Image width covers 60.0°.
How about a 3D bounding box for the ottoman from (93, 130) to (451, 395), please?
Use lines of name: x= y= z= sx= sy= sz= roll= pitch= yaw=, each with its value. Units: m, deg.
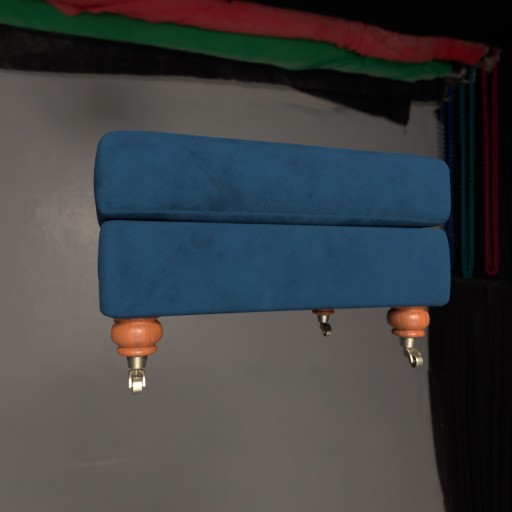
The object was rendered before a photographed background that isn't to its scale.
ottoman: x=0.000 y=0.000 z=1.131 sx=0.773 sy=0.503 sz=0.572 roll=0 pitch=0 yaw=-19
